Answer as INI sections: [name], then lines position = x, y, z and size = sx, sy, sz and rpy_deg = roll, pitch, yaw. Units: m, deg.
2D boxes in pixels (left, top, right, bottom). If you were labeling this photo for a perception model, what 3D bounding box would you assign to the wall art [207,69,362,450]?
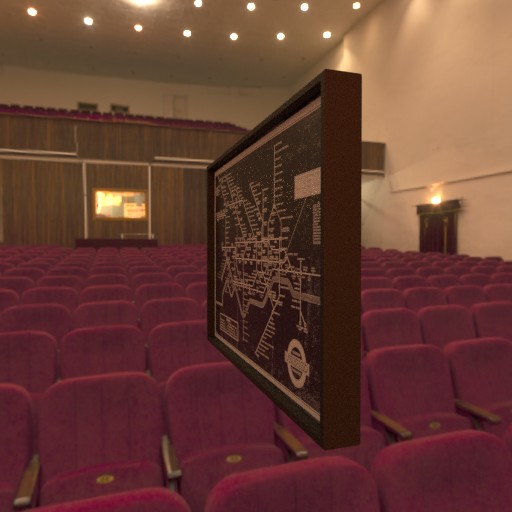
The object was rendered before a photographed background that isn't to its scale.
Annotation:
[wall art]
position = 0.000, 0.000, 0.855
size = 0.051, 0.456, 0.671
rpy_deg = 0, 1, -18
